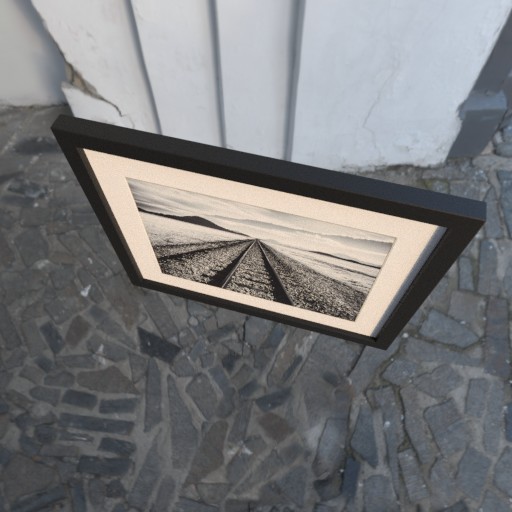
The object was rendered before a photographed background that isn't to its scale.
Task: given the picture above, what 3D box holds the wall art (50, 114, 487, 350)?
[{"bbox_3d":[0.000,0.000,0.751,0.559,0.458,0.029,14,60,8],"label":"wall art"}]
